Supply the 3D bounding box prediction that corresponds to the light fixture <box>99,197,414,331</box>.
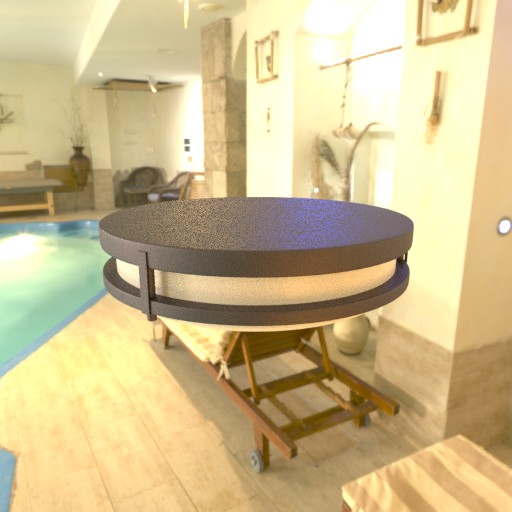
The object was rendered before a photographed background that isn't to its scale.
[{"bbox_3d":[0.000,0.000,0.539,0.356,0.102,0.356,0,15,0],"label":"light fixture"}]
